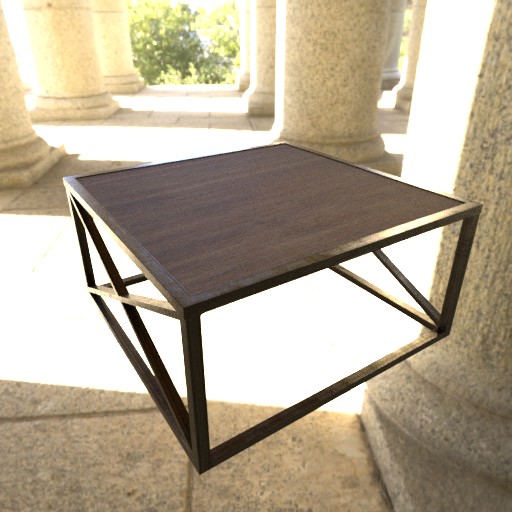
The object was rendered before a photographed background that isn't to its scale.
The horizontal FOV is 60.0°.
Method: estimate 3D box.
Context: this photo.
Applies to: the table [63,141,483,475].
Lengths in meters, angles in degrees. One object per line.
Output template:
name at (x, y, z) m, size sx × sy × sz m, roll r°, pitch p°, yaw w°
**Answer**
table at (0.000, 0.000, 1.435) m, size 0.909 × 0.451 × 0.899 m, roll -17°, pitch 32°, yaw -30°
